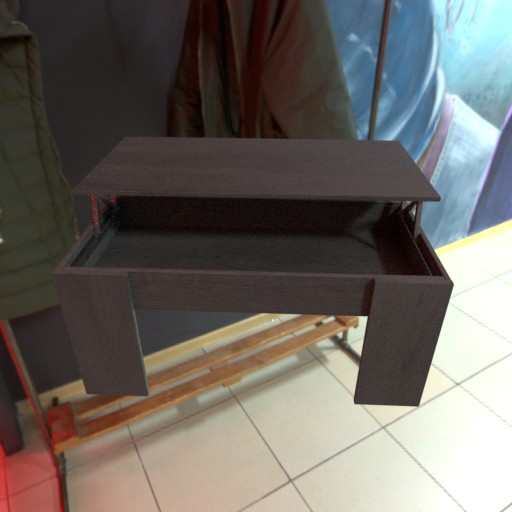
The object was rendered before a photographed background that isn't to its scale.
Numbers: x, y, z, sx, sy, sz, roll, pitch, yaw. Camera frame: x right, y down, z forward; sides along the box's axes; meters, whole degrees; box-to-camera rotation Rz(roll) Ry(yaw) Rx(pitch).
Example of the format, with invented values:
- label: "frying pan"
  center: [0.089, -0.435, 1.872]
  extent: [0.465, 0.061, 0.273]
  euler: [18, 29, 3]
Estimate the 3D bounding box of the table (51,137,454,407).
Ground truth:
- label: "table"
  center: [0.000, 0.000, 1.467]
  extent: [1.000, 0.570, 0.711]
  euler: [1, 32, 2]
